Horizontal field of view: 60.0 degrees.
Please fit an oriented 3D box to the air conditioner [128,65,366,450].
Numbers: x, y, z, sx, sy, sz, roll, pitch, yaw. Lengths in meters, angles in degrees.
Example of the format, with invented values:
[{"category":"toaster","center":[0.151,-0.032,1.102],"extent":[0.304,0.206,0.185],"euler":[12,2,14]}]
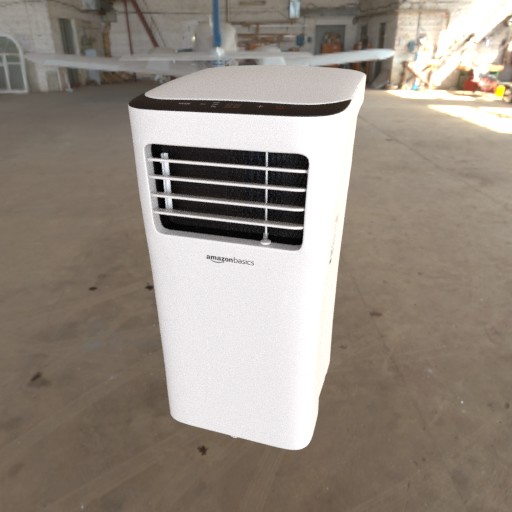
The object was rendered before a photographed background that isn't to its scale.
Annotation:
[{"category":"air conditioner","center":[0.000,0.000,0.921],"extent":[0.352,0.716,0.369],"euler":[8,27,16]}]
